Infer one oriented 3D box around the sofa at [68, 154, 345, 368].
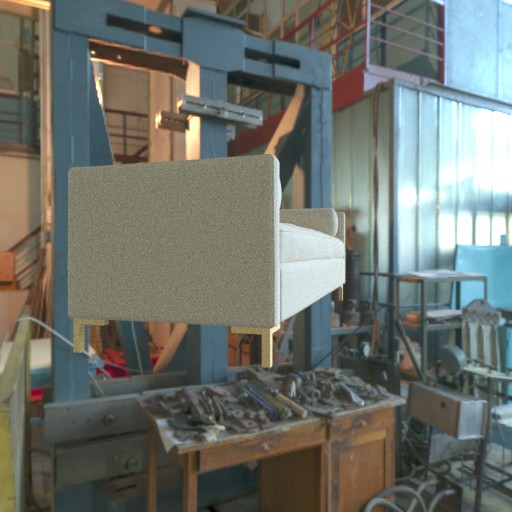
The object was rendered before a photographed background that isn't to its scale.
[{"bbox_3d":[0.000,0.000,2.324,0.746,0.641,1.985,0,0,17],"label":"sofa"}]
